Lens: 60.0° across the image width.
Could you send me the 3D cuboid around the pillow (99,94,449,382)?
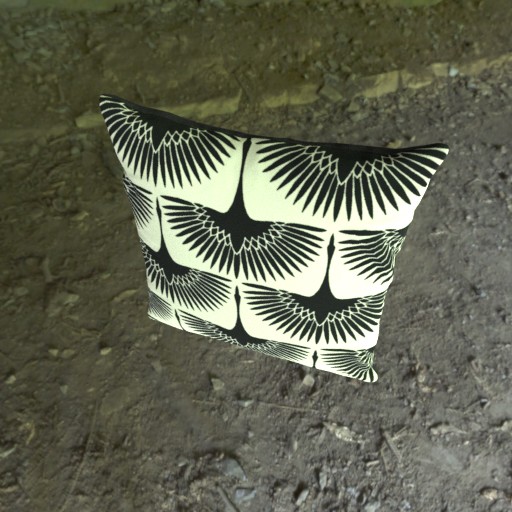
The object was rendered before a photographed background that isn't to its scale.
[{"bbox_3d":[0.000,0.000,0.659,0.432,0.432,0.139,13,43,14],"label":"pillow"}]
